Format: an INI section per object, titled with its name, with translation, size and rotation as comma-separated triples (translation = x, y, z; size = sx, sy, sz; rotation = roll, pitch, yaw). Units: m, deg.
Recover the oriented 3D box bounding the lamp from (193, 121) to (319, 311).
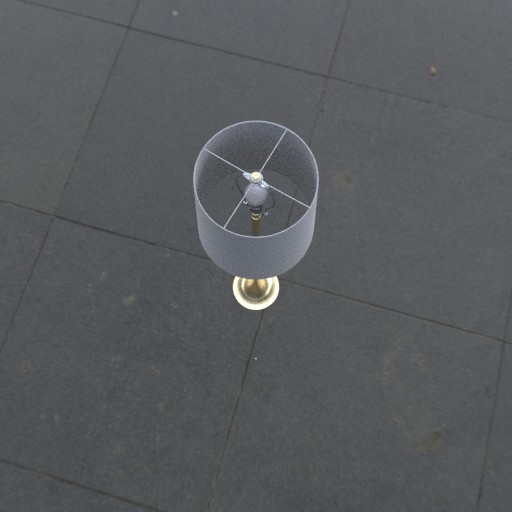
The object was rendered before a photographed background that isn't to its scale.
[lamp]
translation = 0.000, 0.000, 1.708
size = 0.337, 1.543, 0.337
rotation = 0, 77, 0
